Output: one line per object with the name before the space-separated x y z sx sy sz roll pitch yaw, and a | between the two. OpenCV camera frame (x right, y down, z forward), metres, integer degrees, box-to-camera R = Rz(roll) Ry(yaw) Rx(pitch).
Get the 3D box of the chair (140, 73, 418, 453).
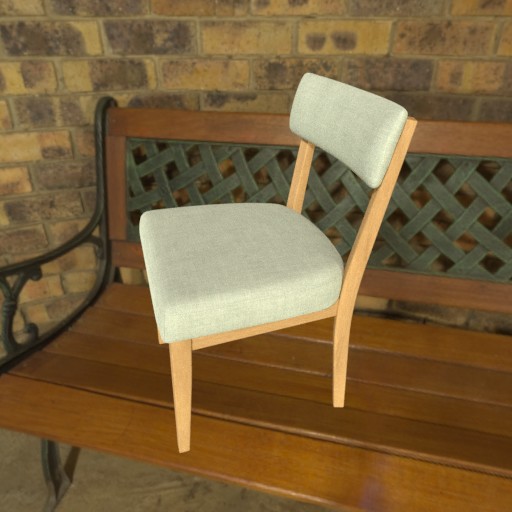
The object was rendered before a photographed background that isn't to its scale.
chair | 0.000 0.000 1.182 0.572 0.832 0.508 -9 32 -15
